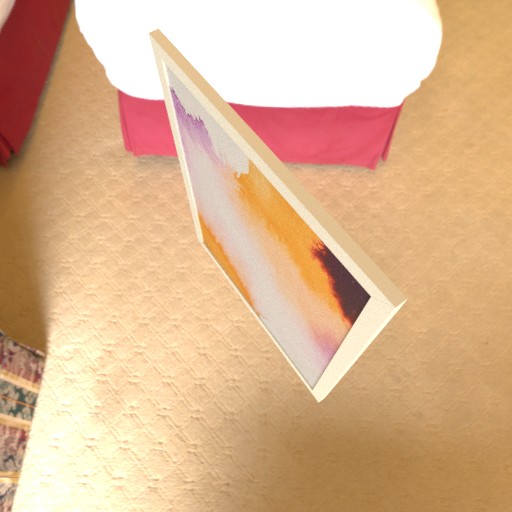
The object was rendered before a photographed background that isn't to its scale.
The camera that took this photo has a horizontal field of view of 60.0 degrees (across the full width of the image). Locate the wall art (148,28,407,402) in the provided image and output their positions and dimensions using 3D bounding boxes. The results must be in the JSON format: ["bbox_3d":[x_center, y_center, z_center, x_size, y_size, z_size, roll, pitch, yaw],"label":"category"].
[{"bbox_3d":[0.000,0.000,0.609,0.013,0.456,0.382,-32,68,-15],"label":"wall art"}]
